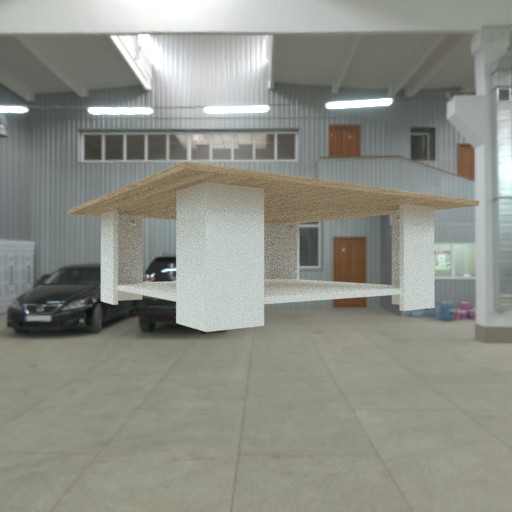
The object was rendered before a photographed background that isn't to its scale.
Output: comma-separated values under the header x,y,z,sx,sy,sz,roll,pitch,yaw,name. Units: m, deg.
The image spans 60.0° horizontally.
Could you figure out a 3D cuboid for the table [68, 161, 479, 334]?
x,y,z,sx,sy,sz,roll,pitch,yaw,name
0.000,0.000,1.343,0.890,0.305,0.890,0,0,-34,table
